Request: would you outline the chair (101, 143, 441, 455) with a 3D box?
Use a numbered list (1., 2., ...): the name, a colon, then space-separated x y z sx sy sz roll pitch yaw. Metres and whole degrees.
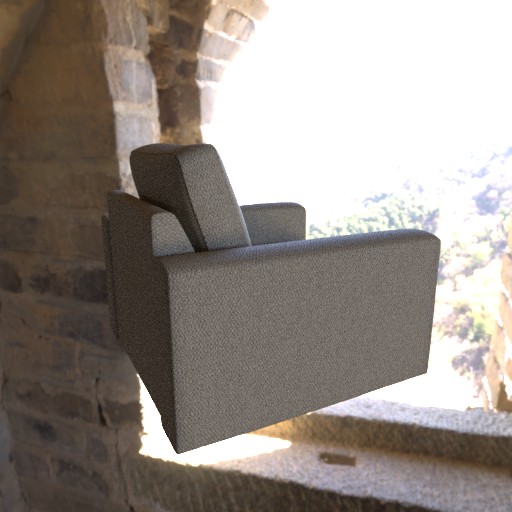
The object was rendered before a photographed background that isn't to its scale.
1. chair: 0.000 0.000 1.770 1.016 0.873 1.005 -7 16 -27
